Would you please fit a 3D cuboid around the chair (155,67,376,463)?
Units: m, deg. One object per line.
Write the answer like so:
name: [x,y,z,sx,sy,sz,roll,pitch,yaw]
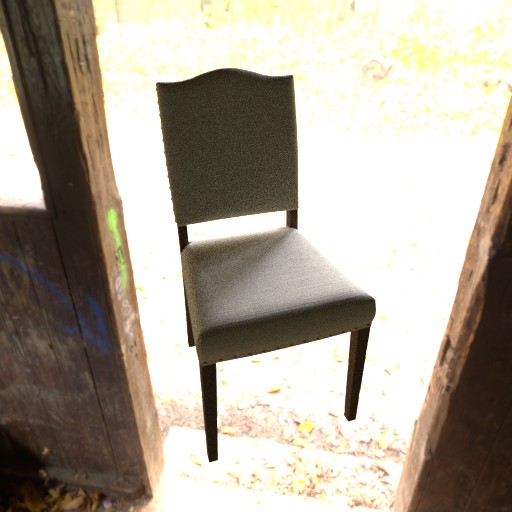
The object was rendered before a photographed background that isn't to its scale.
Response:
chair: [0.000,0.000,1.376,0.508,1.015,0.619,-10,32,-16]
